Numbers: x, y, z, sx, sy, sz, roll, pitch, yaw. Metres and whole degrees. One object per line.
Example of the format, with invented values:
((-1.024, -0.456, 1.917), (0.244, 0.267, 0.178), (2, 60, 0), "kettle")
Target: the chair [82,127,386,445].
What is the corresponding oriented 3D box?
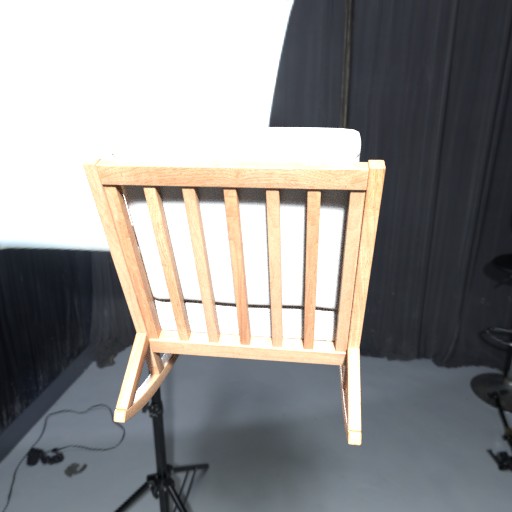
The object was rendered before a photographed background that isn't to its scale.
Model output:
((0.000, 0.000, 1.391), (0.622, 0.790, 0.857), (2, 18, 8), "chair")
